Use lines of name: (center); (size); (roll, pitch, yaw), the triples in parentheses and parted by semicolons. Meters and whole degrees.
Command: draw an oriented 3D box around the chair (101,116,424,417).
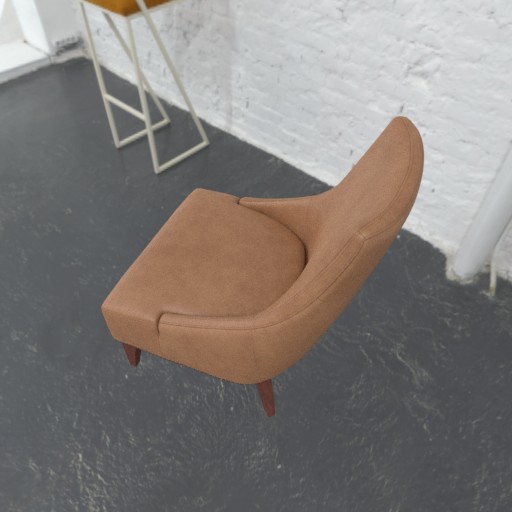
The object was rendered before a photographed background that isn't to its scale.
chair: (0.000, 0.000, 1.492); (0.861, 0.909, 0.701); (16, 48, 15)
